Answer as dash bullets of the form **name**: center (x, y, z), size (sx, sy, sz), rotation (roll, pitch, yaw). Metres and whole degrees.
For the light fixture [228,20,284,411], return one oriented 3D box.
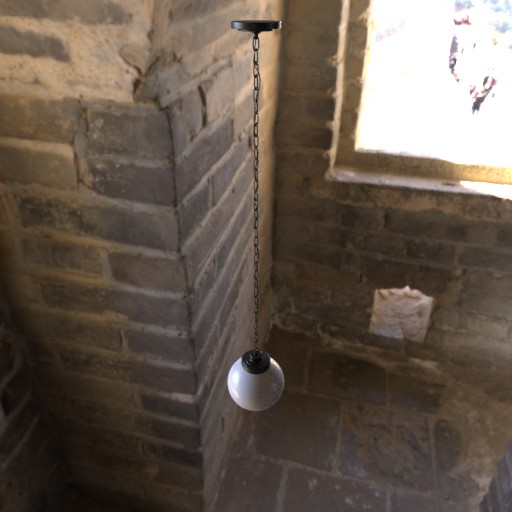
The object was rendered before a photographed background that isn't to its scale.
- **light fixture**: center (0.000, 0.000, 1.993), size (0.305, 1.867, 0.304), rotation (-19, 35, -29)
